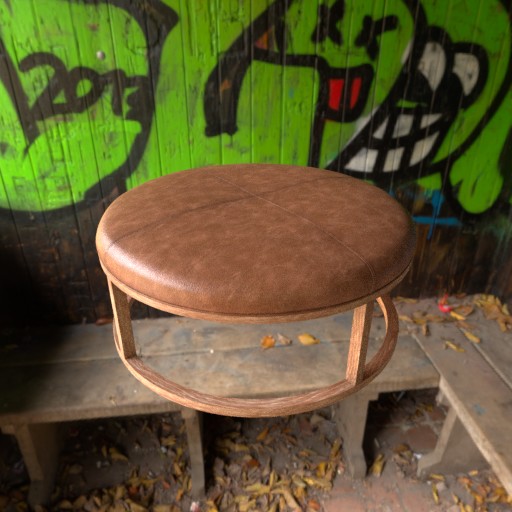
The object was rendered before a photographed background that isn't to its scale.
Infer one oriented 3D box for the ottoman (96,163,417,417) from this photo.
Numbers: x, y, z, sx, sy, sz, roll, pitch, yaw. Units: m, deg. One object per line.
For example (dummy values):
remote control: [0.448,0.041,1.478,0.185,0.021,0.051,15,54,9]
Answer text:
ottoman: [0.000,0.000,1.514,1.006,0.445,1.006,0,28,0]
